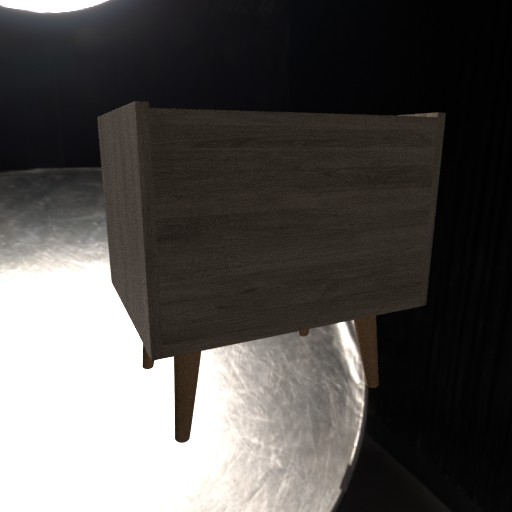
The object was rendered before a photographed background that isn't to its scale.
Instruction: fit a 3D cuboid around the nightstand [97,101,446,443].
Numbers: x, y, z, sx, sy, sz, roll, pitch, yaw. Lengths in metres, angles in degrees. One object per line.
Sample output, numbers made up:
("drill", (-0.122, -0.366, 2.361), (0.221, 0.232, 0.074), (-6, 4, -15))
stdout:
("nightstand", (0.000, 0.000, 0.826), (0.480, 0.500, 0.380), (-7, 16, -24))
